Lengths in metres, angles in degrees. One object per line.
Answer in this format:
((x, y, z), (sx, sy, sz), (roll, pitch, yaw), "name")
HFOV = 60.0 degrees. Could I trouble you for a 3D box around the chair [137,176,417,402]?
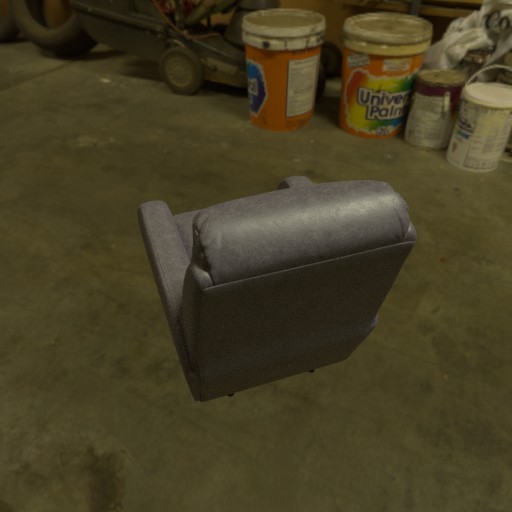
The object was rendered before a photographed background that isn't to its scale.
((0.000, 0.000, 1.847), (0.865, 1.067, 1.067), (-12, 42, -14), "chair")
